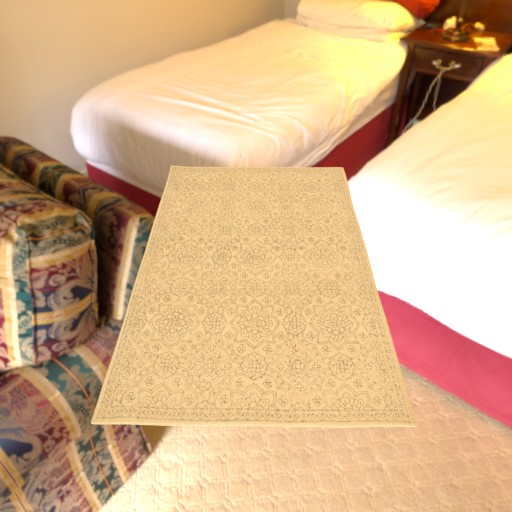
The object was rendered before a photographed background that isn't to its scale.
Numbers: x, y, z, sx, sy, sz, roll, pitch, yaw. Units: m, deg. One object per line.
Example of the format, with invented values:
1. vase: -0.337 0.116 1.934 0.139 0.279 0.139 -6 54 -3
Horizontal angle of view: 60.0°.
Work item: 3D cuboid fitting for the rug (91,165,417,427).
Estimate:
1. rug: 0.000 0.000 2.976 1.518 0.023 2.434 0 40 0
